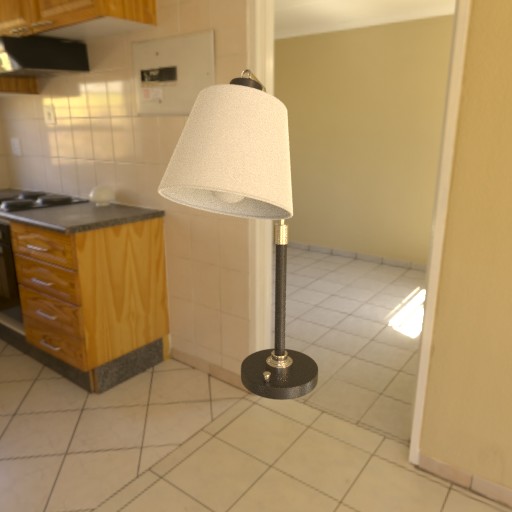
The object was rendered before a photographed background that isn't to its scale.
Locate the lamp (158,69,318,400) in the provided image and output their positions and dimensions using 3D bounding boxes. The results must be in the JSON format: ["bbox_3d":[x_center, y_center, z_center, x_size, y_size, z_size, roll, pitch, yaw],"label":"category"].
[{"bbox_3d":[0.000,0.000,0.695,0.181,0.539,0.348,8,18,26],"label":"lamp"}]
